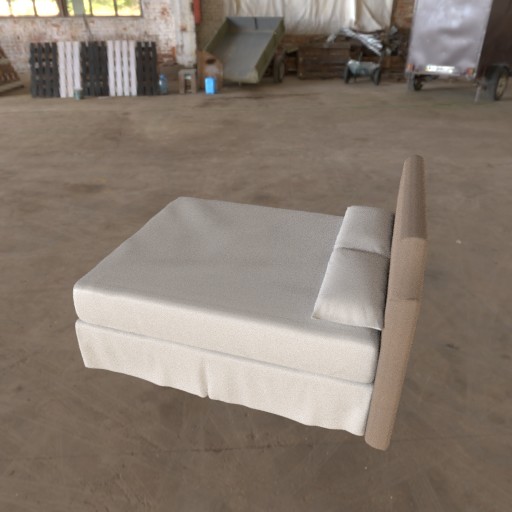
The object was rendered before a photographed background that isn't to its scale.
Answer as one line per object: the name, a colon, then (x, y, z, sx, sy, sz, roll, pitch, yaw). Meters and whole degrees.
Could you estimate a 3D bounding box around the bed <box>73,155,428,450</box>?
bed: (0.000, 0.000, 3.267, 2.164, 1.303, 1.828, 9, 31, 15)
